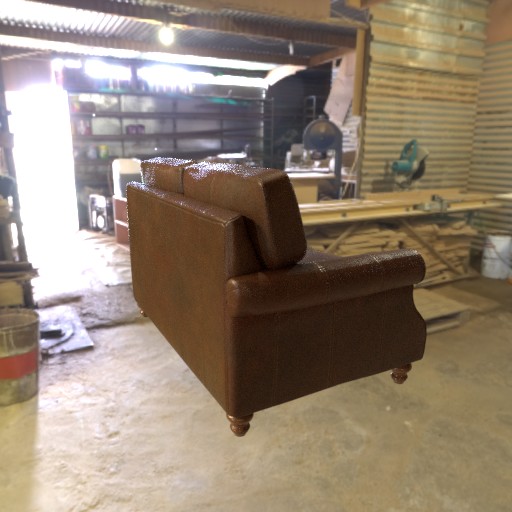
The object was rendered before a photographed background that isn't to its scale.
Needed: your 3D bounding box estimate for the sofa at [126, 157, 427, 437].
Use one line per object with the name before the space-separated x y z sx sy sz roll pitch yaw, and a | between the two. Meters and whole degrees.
sofa | 0.000 0.000 2.298 0.990 0.976 1.616 -8 16 -27
